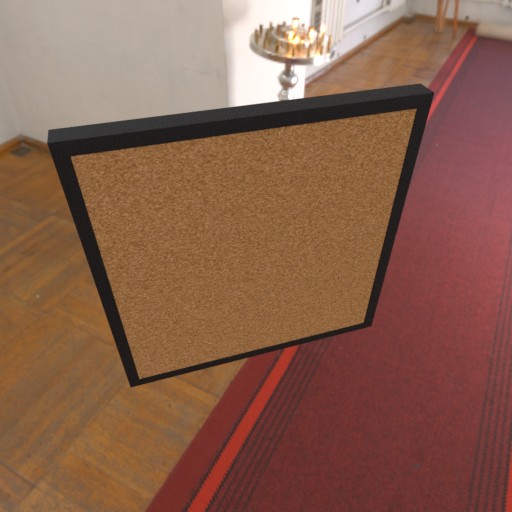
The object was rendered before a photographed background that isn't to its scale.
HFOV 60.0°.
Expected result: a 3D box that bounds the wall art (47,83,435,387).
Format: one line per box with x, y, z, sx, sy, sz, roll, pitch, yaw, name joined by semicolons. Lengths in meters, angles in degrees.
0.000;0.000;0.737;0.506;0.503;0.036;-11;43;-13;wall art
